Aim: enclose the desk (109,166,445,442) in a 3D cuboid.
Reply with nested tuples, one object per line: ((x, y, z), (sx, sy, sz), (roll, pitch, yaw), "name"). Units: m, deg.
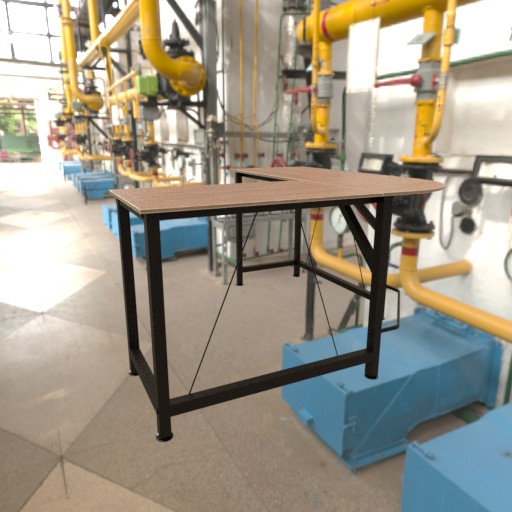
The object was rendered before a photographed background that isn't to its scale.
((0.000, 0.000, 2.213), (1.400, 0.762, 1.400), (-7, 17, -25), "desk")
